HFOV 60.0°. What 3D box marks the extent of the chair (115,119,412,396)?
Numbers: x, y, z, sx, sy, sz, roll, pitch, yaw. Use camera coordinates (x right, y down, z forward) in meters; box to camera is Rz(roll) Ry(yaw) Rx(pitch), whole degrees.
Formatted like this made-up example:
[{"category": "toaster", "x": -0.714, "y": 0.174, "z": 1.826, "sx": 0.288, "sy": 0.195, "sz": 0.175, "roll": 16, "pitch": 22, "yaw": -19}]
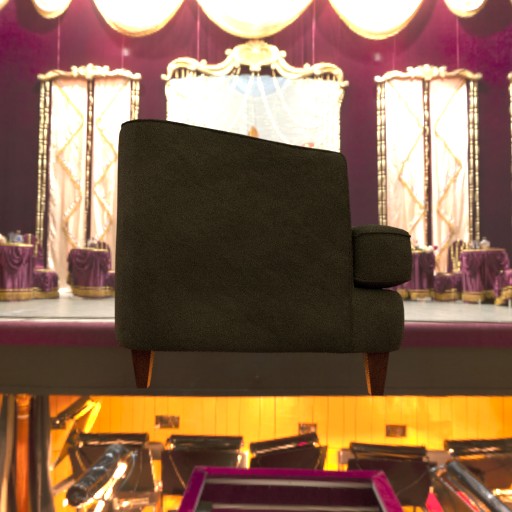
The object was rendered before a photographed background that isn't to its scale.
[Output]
[{"category": "chair", "x": 0.000, "y": 0.000, "z": 1.787, "sx": 0.941, "sy": 0.852, "sz": 1.104, "roll": 0, "pitch": -2, "yaw": 0}]
